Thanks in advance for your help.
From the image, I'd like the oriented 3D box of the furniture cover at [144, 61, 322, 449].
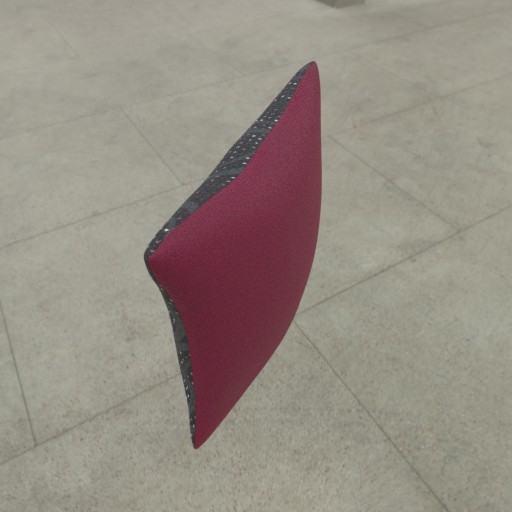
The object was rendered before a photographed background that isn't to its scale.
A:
[{"bbox_3d":[0.000,0.000,0.810,0.193,0.509,0.552,17,48,16],"label":"furniture cover"}]
